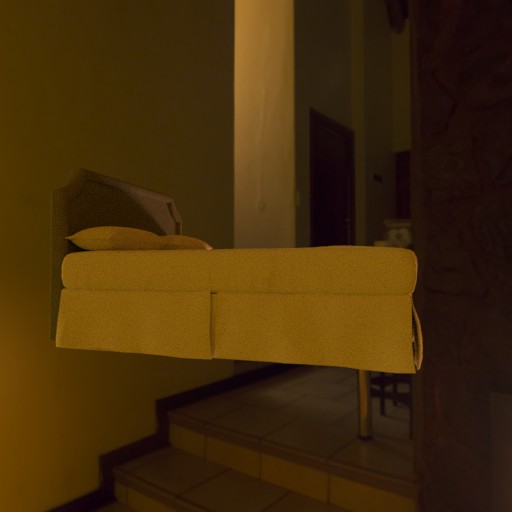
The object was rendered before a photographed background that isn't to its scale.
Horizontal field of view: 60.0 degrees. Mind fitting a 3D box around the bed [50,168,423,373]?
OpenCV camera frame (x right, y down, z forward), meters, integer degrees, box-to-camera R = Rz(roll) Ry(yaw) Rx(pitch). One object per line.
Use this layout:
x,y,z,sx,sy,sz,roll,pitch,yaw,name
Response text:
0.000,0.000,3.590,2.464,1.306,1.977,0,-2,18,bed
